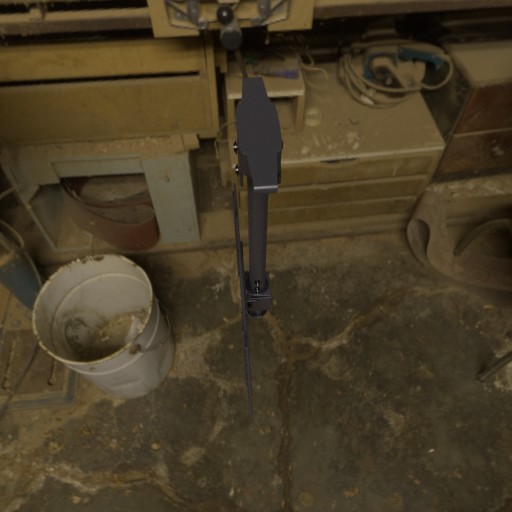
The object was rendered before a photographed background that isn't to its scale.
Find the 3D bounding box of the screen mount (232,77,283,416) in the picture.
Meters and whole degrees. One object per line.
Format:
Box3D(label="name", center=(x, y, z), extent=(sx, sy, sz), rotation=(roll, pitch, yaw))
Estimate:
Box3D(label="screen mount", center=(0.000, 0.000, 1.035), extent=(0.090, 0.775, 0.595), rotation=(-4, 58, -3))
